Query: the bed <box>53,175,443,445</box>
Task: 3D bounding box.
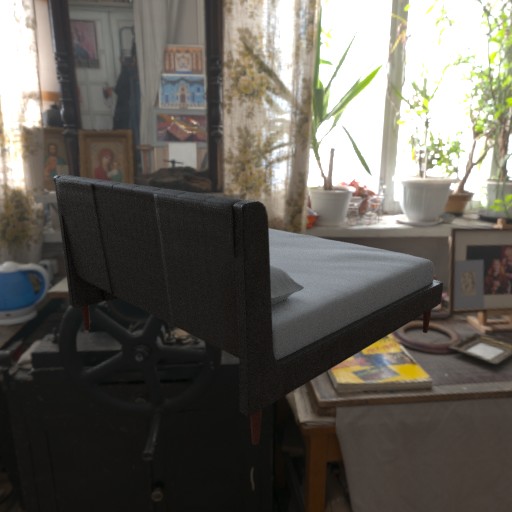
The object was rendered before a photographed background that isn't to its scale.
[{"bbox_3d":[0.000,0.000,3.185,2.031,1.158,1.903,-14,20,-43],"label":"bed"}]
